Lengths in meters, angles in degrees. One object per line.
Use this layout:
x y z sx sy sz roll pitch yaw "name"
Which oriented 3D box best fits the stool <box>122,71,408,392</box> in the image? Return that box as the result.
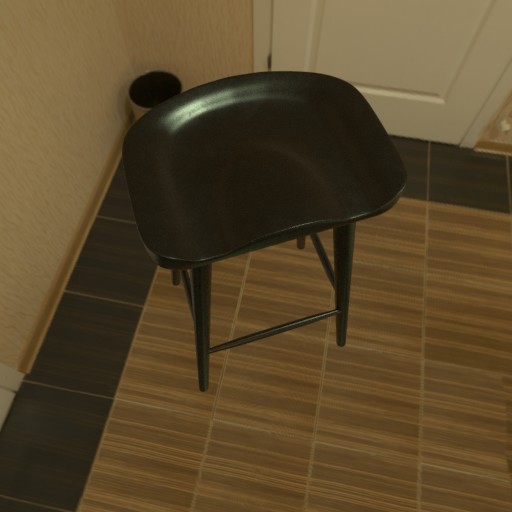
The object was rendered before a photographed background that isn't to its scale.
0.000 0.000 1.004 0.440 0.749 0.361 -16 64 -8 "stool"
